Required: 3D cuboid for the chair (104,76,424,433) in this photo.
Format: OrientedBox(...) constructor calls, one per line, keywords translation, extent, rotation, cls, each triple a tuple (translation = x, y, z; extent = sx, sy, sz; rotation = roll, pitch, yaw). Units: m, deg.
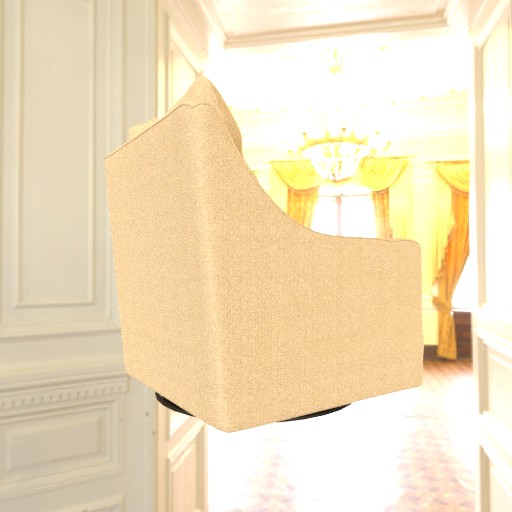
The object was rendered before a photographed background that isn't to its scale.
OrientedBox(translation=(0.000, 0.000, 1.567), extent=(0.876, 0.927, 0.760), rotation=(1, -1, -34), cls="chair")
